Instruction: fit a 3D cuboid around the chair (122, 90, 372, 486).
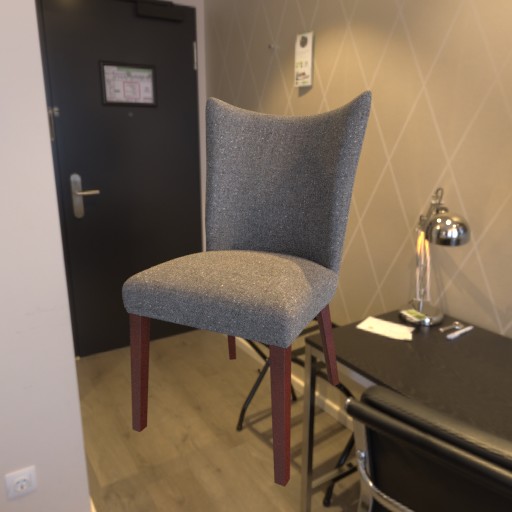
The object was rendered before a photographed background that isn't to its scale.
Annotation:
[{"bbox_3d":[0.000,0.000,1.293,0.535,0.924,0.623,7,16,26],"label":"chair"}]
